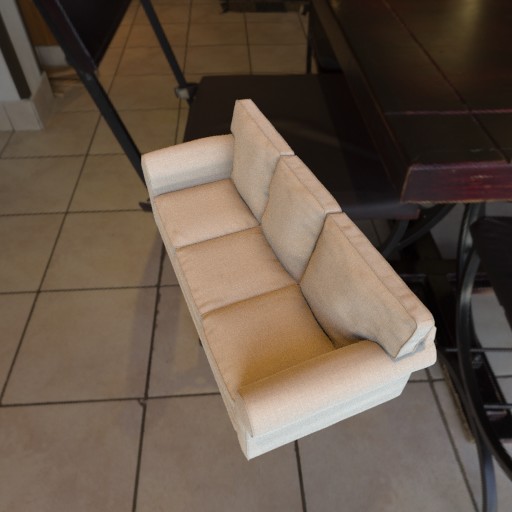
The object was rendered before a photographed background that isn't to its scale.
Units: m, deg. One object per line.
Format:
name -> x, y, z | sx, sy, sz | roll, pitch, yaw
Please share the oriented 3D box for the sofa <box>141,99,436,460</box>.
sofa -> 0.000, 0.000, 2.623 | 0.916, 0.961, 2.084 | -16, 48, -15
